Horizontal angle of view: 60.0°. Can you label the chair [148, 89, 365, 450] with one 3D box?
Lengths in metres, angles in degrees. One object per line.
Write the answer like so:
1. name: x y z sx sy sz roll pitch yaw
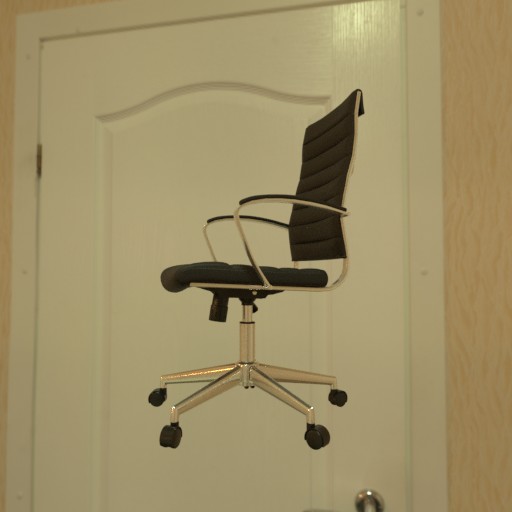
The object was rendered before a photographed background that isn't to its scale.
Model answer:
1. chair: 0.000 0.000 1.629 0.739 1.149 0.766 1 -2 -17
